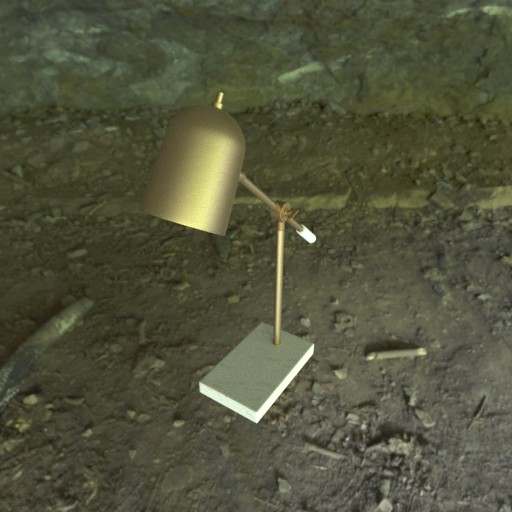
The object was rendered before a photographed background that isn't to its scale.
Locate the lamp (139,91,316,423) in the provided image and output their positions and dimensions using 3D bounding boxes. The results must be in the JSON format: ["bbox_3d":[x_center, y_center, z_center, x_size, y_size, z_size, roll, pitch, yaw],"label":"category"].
[{"bbox_3d":[0.000,0.000,0.818,0.144,0.603,0.471,18,35,29],"label":"lamp"}]
